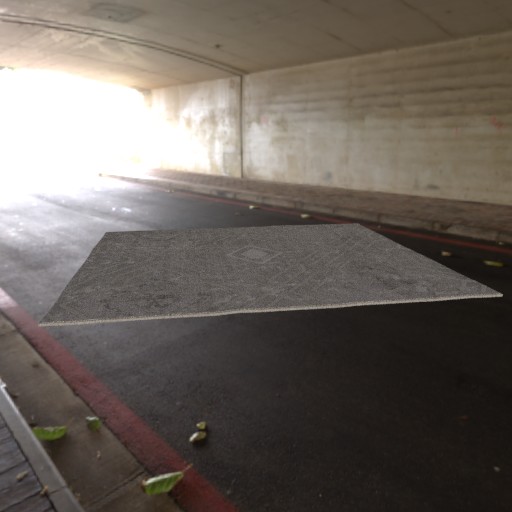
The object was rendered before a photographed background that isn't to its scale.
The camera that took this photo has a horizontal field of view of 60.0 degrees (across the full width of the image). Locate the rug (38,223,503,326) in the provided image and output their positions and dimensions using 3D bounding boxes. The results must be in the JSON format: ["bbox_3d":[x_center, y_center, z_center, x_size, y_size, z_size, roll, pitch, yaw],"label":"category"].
[{"bbox_3d":[0.000,0.000,0.854,0.639,0.006,0.548,-3,15,-9],"label":"rug"}]
